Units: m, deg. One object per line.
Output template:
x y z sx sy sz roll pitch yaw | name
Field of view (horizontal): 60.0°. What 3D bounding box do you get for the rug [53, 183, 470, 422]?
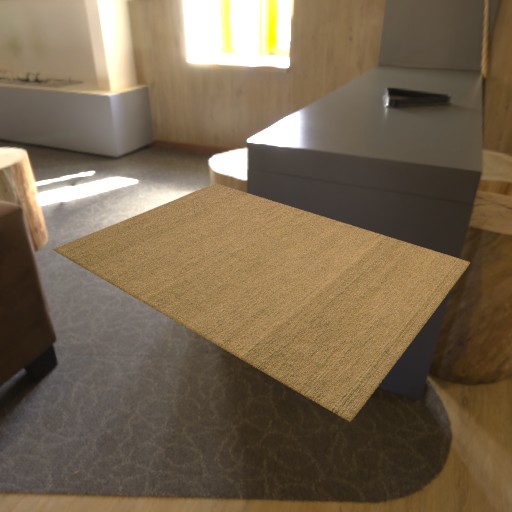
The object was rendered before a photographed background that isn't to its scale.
0.000 0.000 5.093 3.935 0.025 2.782 22 37 33 | rug
